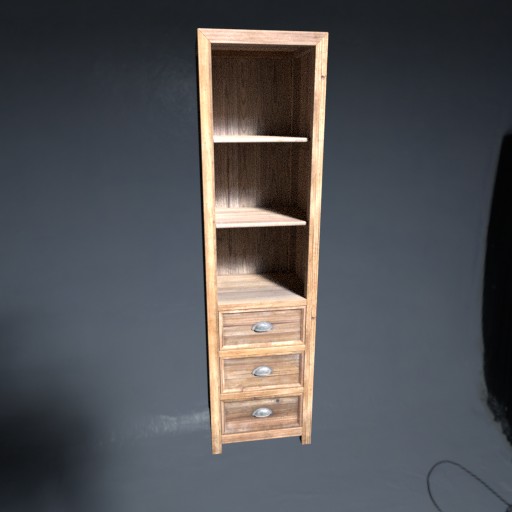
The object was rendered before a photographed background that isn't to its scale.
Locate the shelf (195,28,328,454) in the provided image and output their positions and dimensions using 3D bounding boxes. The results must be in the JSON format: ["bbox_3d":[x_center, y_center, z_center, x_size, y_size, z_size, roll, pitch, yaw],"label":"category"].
[{"bbox_3d":[0.000,0.000,2.141,0.500,1.900,0.428,-3,17,-8],"label":"shelf"}]
